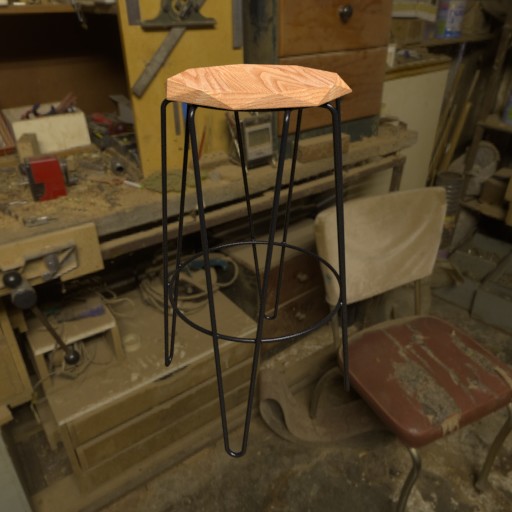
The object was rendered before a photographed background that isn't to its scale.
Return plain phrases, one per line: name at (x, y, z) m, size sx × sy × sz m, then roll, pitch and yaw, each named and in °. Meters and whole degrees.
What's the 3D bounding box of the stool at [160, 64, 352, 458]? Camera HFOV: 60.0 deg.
stool at (0.000, 0.000, 0.802) m, size 0.326 × 0.610 × 0.326 m, roll -19°, pitch 36°, yaw -29°
